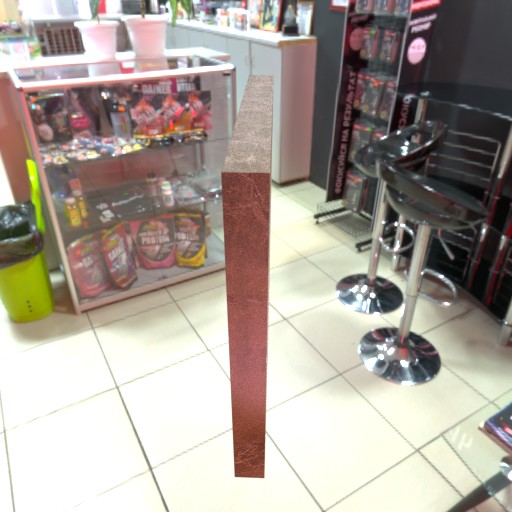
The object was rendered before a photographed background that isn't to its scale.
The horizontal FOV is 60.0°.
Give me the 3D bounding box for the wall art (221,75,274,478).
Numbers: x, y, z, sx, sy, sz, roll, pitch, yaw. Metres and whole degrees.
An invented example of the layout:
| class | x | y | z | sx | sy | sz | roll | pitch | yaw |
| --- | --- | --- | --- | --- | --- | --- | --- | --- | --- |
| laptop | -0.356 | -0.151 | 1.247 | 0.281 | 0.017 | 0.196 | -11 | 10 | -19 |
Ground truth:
| class | x | y | z | sx | sy | sz | roll | pitch | yaw |
| --- | --- | --- | --- | --- | --- | --- | --- | --- | --- |
| wall art | 0.000 | 0.000 | 0.623 | 0.038 | 0.407 | 0.405 | 1 | 32 | 2 |
